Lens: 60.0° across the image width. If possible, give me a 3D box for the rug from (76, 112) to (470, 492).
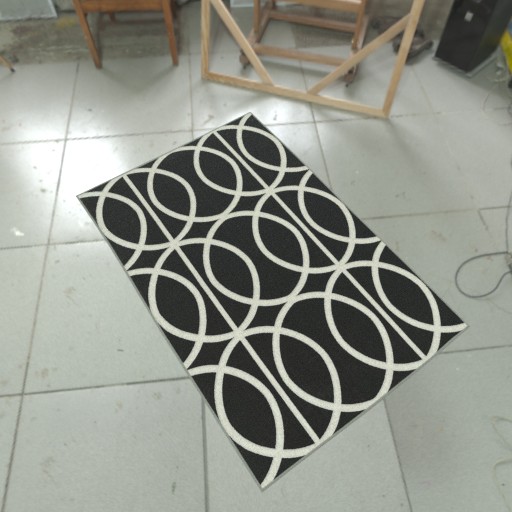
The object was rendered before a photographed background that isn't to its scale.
[{"bbox_3d":[0.000,0.000,2.887,1.526,0.014,2.290,-31,64,-17],"label":"rug"}]
